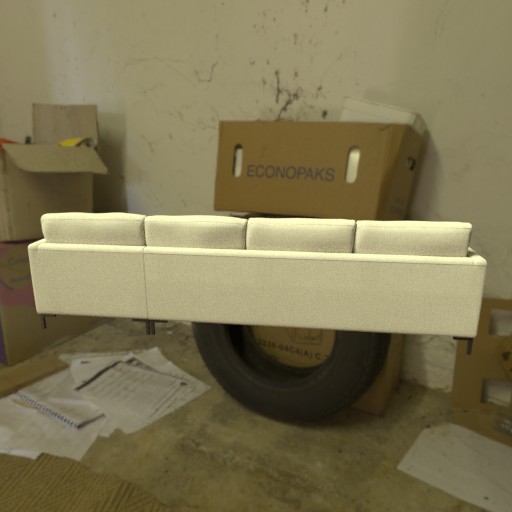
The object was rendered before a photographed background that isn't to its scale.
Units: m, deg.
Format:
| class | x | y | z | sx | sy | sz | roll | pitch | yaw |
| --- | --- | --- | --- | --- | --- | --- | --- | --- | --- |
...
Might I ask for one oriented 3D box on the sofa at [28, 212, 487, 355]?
| class | x | y | z | sx | sy | sz | roll | pitch | yaw |
| --- | --- | --- | --- | --- | --- | --- | --- | --- | --- |
| sofa | 0.000 | 0.000 | 2.859 | 2.445 | 0.677 | 1.126 | 2 | 16 | 7 |
